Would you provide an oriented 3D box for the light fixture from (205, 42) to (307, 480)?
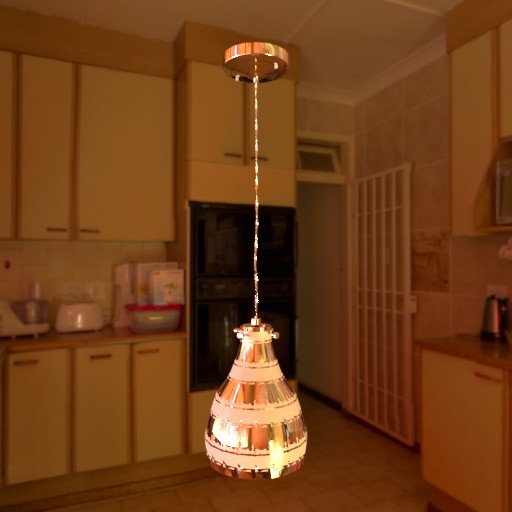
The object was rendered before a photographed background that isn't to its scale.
[{"bbox_3d":[0.000,0.000,1.627,0.374,1.457,0.374,-1,-1,37],"label":"light fixture"}]
